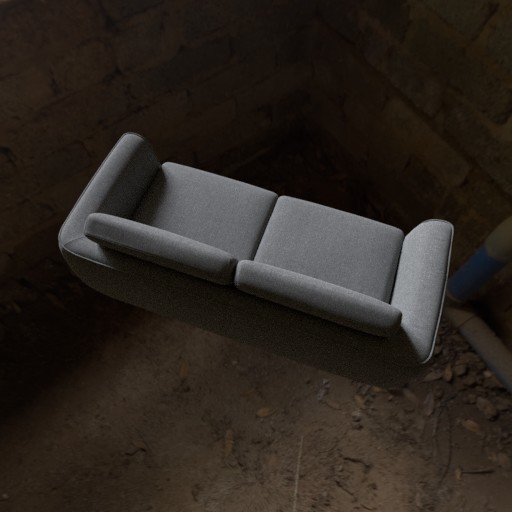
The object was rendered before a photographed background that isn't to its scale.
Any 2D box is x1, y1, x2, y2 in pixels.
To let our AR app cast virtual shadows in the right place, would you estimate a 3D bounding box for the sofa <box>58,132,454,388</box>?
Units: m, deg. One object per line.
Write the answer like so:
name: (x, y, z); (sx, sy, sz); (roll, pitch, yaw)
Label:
sofa: (0.000, 0.000, 2.502); (2.000, 0.870, 0.920); (17, 64, 9)
